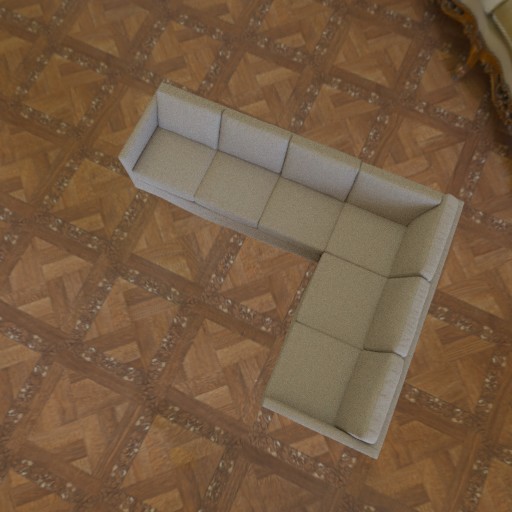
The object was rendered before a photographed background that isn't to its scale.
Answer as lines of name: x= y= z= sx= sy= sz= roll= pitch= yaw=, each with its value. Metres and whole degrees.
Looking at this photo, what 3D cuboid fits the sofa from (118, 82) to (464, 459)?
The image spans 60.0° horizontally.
sofa: x=0.000 y=0.000 z=4.218 sx=3.182 sy=0.871 sz=2.432 roll=23 pitch=76 yaw=6
